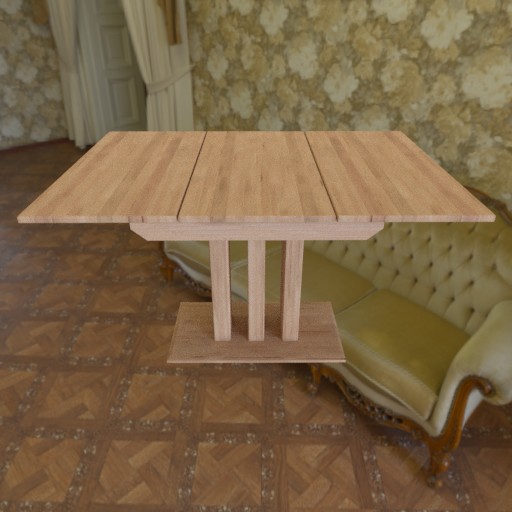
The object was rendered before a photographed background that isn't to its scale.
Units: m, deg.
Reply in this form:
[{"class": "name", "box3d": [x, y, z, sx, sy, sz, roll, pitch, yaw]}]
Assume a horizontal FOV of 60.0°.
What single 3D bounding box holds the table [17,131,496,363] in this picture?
[{"class": "table", "box3d": [0.000, 0.000, 1.782, 1.300, 0.770, 0.900, 0, 30, 0]}]
